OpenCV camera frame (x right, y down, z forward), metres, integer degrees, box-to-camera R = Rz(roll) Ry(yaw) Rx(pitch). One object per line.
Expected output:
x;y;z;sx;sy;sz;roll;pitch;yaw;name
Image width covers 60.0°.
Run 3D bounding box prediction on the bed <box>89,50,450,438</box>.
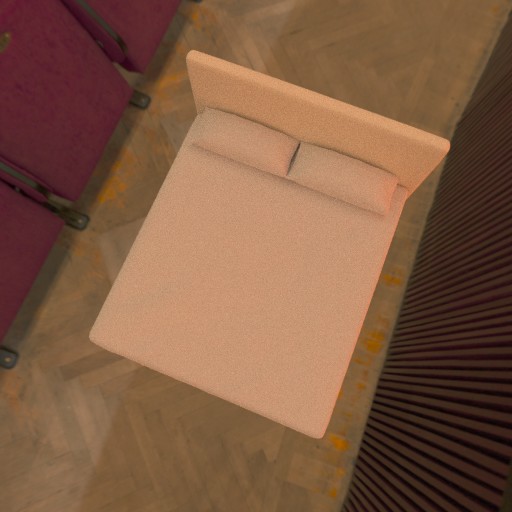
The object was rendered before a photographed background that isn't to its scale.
0.000;0.000;3.587;2.119;1.317;2.341;22;77;5;bed
